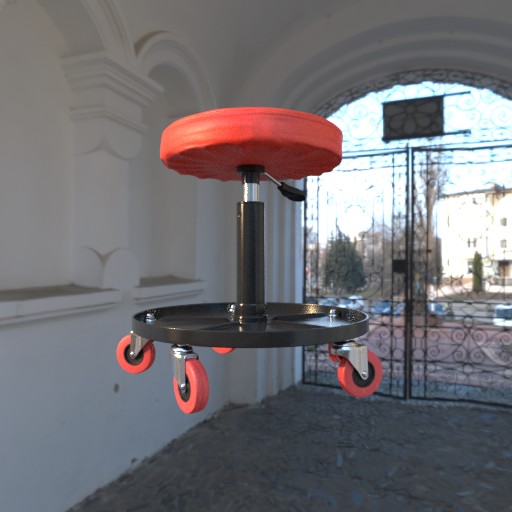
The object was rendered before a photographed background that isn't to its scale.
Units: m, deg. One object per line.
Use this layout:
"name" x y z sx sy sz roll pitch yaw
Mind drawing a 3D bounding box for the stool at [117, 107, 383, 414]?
"stool" 0.000 0.000 0.677 0.381 0.365 0.382 0 -1 37
